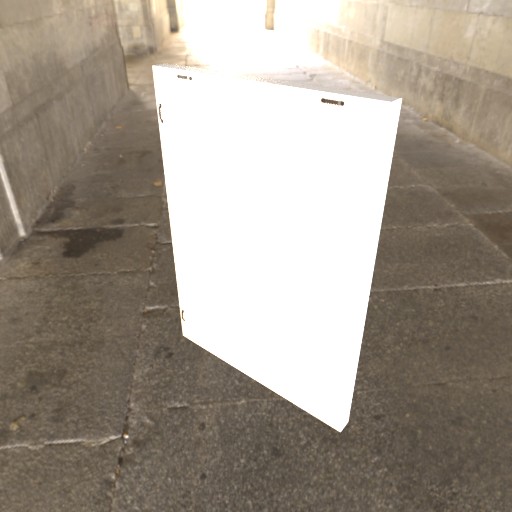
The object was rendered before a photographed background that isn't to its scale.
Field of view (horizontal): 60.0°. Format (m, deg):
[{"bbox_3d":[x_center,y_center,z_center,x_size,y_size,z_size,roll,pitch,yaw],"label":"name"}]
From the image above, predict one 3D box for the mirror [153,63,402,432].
[{"bbox_3d":[0.000,0.000,0.945,0.507,0.710,0.040,23,38,32],"label":"mirror"}]
